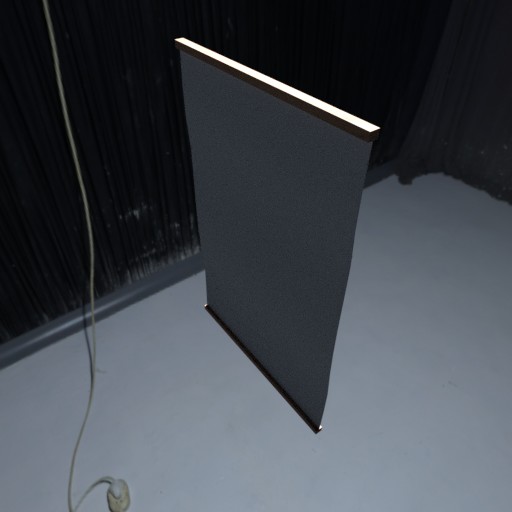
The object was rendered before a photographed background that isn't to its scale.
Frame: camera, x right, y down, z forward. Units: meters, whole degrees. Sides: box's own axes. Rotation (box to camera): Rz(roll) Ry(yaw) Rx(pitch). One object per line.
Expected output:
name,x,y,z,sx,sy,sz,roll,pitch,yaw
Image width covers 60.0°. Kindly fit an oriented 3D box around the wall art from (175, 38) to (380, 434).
wall art,0.000,0.000,0.636,0.012,0.508,0.332,-26,47,-27
